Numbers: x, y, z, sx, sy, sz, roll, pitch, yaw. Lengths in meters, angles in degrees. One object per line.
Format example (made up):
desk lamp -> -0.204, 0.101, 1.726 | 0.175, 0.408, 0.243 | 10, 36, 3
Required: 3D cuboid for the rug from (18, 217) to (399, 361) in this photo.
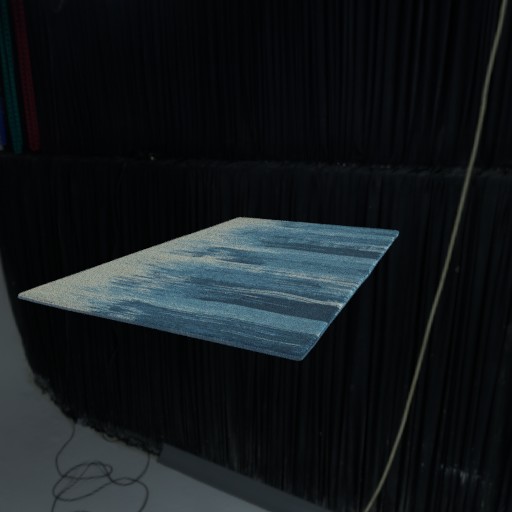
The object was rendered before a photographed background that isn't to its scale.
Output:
rug -> 0.000, 0.000, 2.974 | 1.540, 0.027, 2.450 | 7, 17, 24
